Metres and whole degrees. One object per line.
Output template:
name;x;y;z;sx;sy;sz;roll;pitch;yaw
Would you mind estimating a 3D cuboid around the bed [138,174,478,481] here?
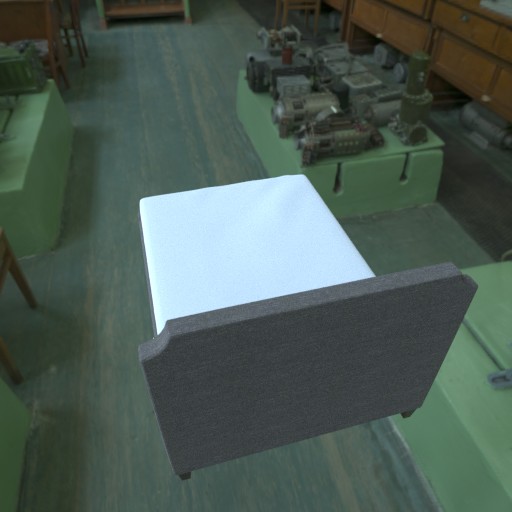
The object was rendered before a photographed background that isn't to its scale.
bed;0.000;0.000;3.347;1.713;1.457;2.381;-10;42;-12
